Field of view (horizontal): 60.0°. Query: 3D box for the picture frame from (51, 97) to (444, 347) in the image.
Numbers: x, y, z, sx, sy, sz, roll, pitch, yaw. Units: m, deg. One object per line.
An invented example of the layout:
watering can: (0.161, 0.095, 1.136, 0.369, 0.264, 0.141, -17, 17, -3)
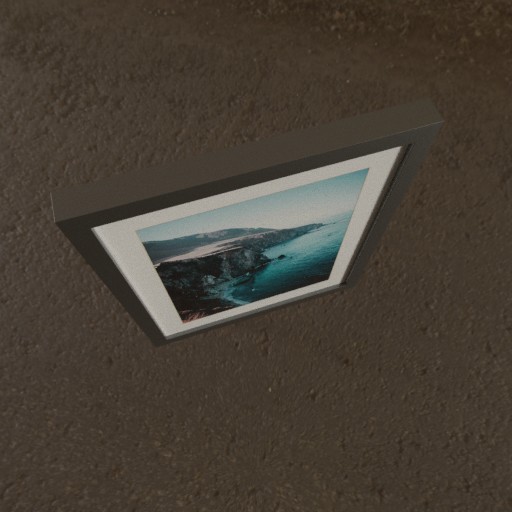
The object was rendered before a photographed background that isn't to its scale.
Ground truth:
picture frame: (0.000, 0.000, 1.360, 0.839, 0.968, 0.073, -16, 65, -8)
